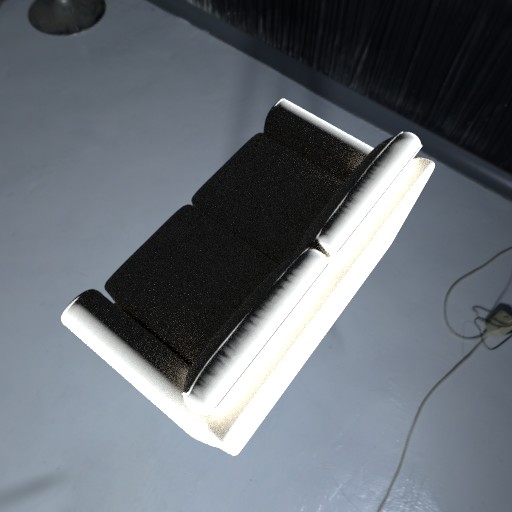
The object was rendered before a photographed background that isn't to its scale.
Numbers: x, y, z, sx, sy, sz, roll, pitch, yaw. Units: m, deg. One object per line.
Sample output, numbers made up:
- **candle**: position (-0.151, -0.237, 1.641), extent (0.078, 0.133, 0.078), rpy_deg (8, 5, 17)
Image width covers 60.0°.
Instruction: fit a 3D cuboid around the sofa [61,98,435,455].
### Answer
- **sofa**: position (0.000, 0.000, 2.319), extent (0.991, 0.940, 1.727), rpy_deg (35, 68, 16)
